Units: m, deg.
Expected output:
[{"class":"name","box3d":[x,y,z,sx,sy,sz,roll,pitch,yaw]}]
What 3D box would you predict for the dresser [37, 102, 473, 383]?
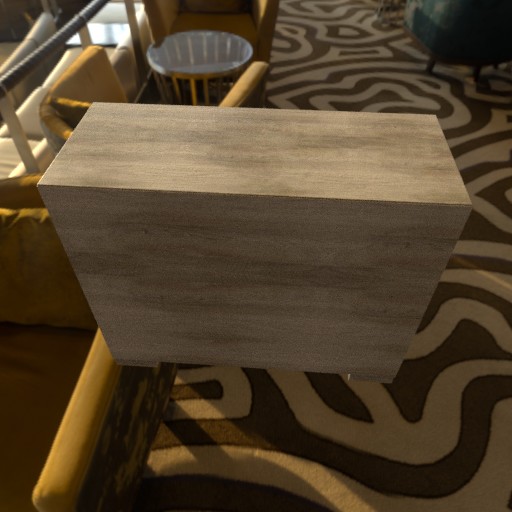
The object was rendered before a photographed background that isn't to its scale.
[{"class":"dresser","box3d":[0.000,0.000,1.438,0.994,0.816,0.404,3,46,3]}]
